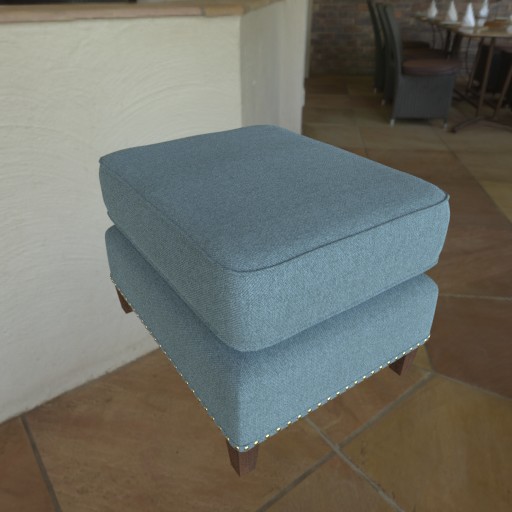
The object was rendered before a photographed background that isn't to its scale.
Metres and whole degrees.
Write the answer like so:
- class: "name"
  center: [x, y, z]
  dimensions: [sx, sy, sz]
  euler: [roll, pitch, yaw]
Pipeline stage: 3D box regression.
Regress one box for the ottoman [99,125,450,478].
- class: "ottoman"
  center: [0.000, 0.000, 1.150]
  dimensions: [0.589, 0.537, 0.738]
  euler: [-20, 36, -29]
